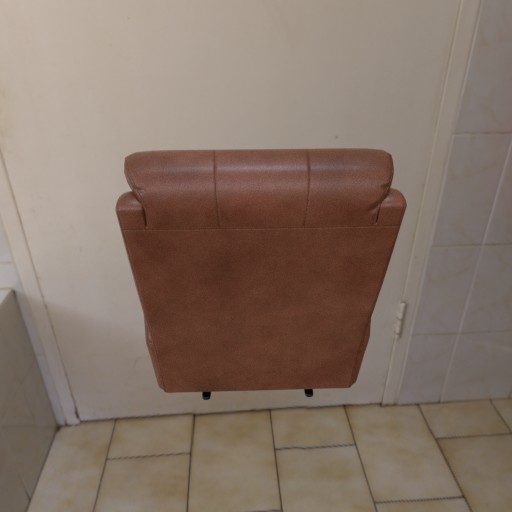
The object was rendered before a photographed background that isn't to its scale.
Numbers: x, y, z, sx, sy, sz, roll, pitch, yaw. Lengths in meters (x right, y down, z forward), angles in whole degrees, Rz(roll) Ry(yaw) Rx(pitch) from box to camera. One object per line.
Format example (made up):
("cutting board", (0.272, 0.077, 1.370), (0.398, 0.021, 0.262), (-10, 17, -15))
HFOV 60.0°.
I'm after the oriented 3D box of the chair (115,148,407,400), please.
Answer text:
("chair", (0.000, 0.000, 1.675), (0.787, 1.016, 0.939), (-1, 29, -2))
